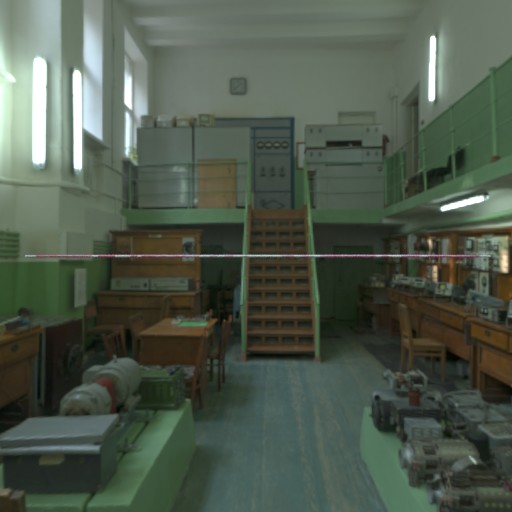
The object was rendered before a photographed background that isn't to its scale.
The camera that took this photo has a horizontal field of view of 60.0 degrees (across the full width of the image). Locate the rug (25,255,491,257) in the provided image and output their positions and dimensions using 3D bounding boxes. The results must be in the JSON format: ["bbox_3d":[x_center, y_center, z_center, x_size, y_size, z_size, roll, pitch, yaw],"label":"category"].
[{"bbox_3d":[0.000,0.000,2.702,2.458,0.011,0.787,0,0,0],"label":"rug"}]
